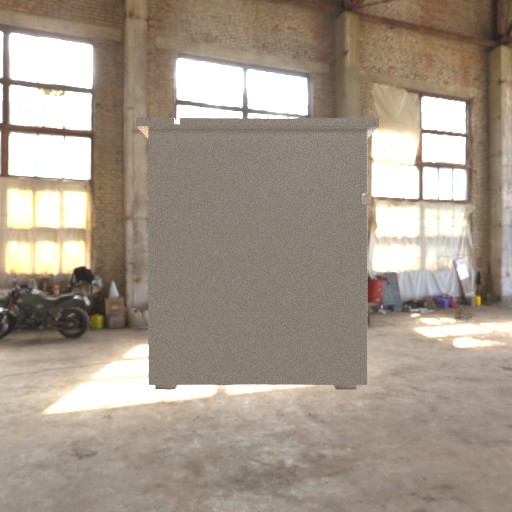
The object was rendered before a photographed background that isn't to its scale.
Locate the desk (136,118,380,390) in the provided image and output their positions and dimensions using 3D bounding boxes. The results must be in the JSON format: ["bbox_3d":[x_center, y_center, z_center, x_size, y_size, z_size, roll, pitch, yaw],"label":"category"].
[{"bbox_3d":[0.000,0.000,2.007,0.670,0.760,1.580,0,0,0],"label":"desk"}]
